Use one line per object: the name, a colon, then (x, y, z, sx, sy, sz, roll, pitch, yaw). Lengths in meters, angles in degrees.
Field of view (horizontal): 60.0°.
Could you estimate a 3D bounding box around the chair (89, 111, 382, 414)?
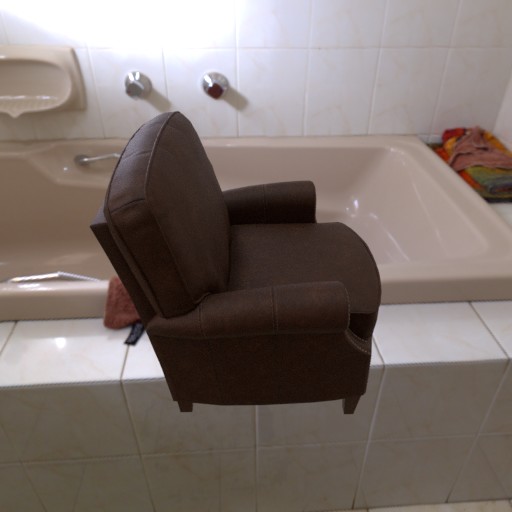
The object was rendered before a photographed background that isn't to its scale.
chair: (0.000, 0.000, 1.765, 0.986, 1.018, 0.936, -1, 34, -1)
